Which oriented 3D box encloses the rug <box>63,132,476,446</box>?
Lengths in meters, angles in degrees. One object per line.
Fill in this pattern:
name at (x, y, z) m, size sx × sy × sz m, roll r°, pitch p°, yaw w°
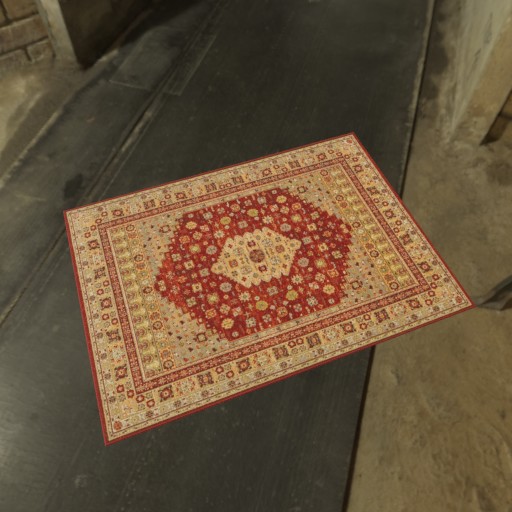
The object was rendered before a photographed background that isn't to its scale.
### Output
rug at (0.000, 0.000, 2.836) m, size 2.211 × 0.013 × 1.593 m, roll -18°, pitch 59°, yaw -11°
